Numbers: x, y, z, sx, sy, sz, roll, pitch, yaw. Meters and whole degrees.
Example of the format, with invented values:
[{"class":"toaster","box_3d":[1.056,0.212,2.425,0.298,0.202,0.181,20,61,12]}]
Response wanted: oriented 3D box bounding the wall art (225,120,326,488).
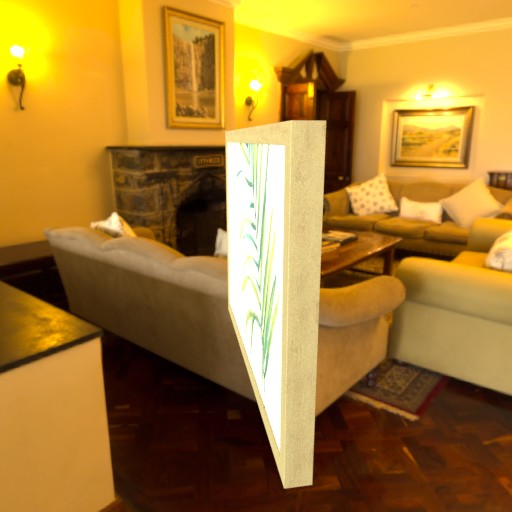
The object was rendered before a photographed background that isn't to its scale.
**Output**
[{"class":"wall art","box_3d":[0.000,0.000,0.686,0.032,0.380,0.532,-3,15,-10]}]
